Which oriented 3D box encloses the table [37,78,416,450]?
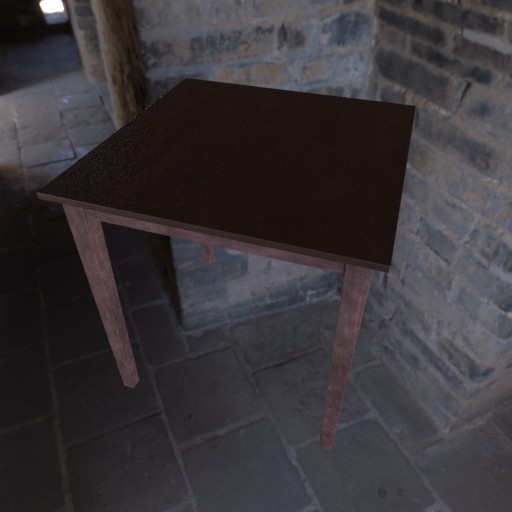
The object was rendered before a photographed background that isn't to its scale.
[{"bbox_3d":[0.000,0.000,1.386,0.749,0.770,0.749,12,42,14],"label":"table"}]
